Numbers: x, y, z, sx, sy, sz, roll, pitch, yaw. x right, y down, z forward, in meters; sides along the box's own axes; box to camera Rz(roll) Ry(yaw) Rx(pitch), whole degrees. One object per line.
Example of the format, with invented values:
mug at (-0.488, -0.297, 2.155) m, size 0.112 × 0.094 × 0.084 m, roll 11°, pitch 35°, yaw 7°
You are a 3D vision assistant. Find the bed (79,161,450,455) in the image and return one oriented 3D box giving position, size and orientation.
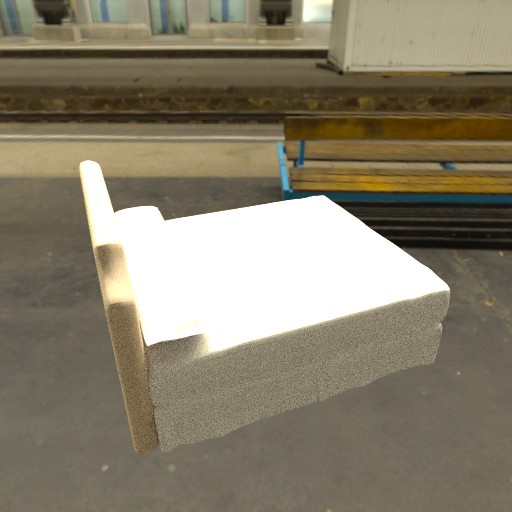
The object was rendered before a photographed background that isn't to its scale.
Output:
bed at (0.000, 0.000, 3.826) m, size 2.548 × 1.524 × 2.134 m, roll -11°, pitch 32°, yaw -19°
